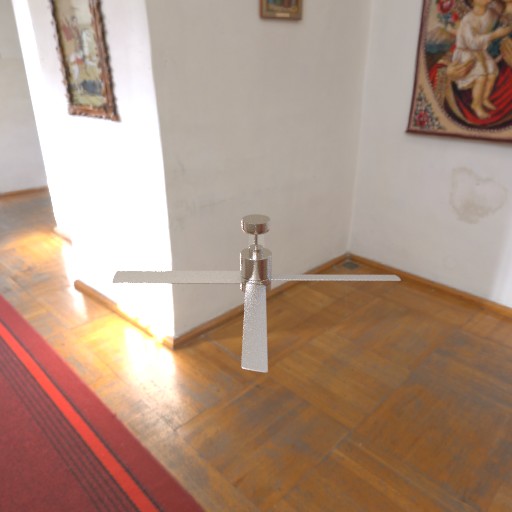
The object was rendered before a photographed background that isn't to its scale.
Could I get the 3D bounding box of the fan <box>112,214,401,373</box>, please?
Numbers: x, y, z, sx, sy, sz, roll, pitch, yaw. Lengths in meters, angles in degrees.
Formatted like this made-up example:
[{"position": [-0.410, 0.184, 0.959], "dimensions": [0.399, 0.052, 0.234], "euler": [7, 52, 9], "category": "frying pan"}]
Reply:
[{"position": [0.000, 0.000, 2.008], "dimensions": [1.322, 0.355, 1.322], "euler": [0, 25, 0], "category": "fan"}]
